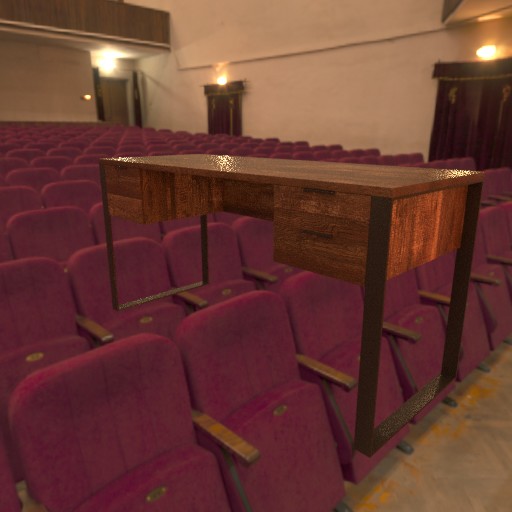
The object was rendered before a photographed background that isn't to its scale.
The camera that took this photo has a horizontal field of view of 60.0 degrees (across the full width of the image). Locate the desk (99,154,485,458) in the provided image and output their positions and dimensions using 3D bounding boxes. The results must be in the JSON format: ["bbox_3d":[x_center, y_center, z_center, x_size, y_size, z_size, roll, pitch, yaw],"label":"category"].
[{"bbox_3d":[0.000,0.000,1.872,0.599,0.762,1.524,-15,22,-42],"label":"desk"}]
